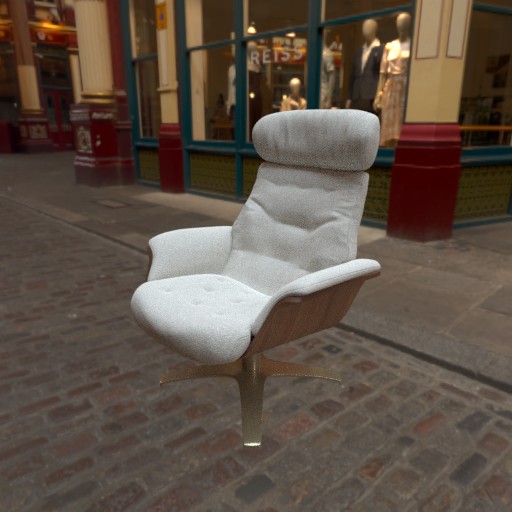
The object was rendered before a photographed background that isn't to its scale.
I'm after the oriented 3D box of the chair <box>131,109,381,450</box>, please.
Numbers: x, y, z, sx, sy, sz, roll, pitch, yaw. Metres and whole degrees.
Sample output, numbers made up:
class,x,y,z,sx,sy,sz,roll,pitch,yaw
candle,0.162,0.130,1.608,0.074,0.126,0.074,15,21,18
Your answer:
class,x,y,z,sx,sy,sz,roll,pitch,yaw
chair,0.000,0.000,1.576,0.785,0.995,0.837,17,24,42
